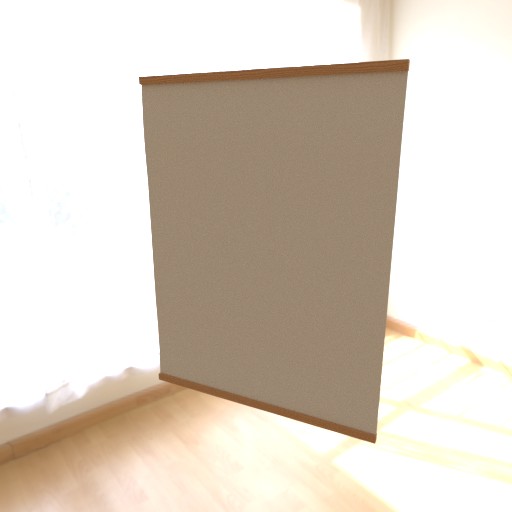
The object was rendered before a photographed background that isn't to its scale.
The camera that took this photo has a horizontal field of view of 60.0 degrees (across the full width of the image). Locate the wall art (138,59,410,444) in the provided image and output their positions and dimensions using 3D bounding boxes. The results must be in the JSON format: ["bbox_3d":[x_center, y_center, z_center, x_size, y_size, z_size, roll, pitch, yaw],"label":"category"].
[{"bbox_3d":[0.000,0.000,0.775,0.458,0.605,0.011,8,18,25],"label":"wall art"}]
